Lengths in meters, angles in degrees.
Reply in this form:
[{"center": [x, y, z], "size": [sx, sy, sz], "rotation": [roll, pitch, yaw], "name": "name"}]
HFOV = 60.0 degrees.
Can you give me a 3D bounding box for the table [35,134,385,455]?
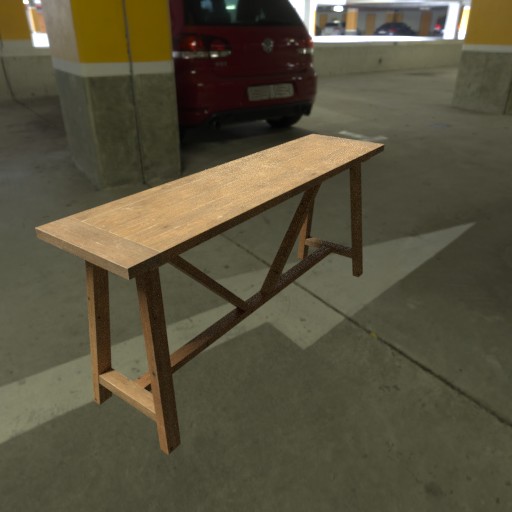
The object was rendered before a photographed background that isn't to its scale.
[{"center": [0.000, 0.000, 2.154], "size": [0.465, 0.810, 1.800], "rotation": [19, 33, 32], "name": "table"}]
